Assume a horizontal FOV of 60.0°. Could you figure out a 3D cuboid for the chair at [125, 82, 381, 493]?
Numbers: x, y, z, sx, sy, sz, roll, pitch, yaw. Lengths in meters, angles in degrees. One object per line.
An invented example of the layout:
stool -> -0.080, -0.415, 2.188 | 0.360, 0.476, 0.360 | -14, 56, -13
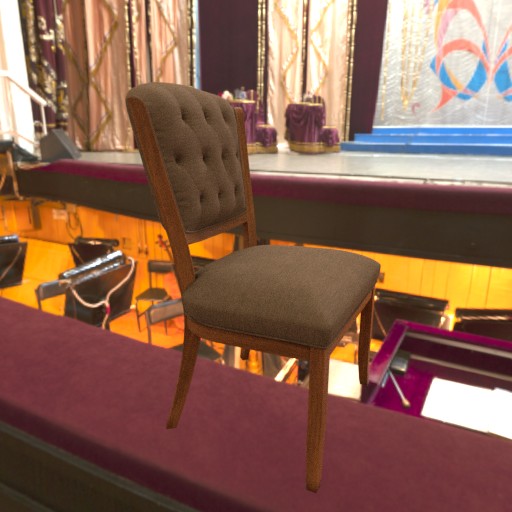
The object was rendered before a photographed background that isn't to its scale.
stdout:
chair -> 0.000, 0.000, 1.211 | 0.584, 0.905, 0.513 | 8, 18, 26
